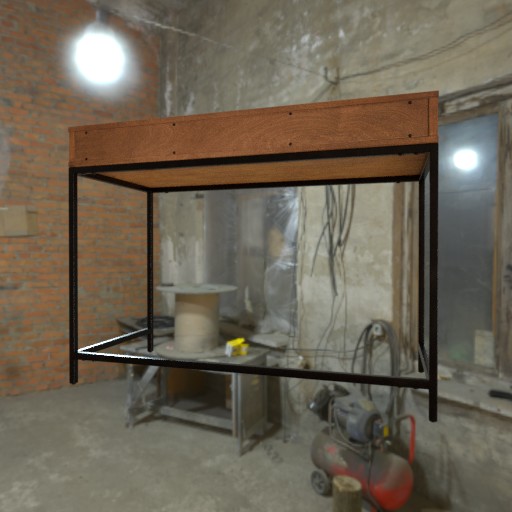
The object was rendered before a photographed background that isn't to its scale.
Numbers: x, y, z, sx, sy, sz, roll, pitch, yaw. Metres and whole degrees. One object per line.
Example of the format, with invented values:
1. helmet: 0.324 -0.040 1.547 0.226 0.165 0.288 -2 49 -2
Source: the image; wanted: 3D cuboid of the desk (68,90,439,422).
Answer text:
1. desk: 0.000 0.000 1.387 1.016 0.762 0.470 0 1 17
